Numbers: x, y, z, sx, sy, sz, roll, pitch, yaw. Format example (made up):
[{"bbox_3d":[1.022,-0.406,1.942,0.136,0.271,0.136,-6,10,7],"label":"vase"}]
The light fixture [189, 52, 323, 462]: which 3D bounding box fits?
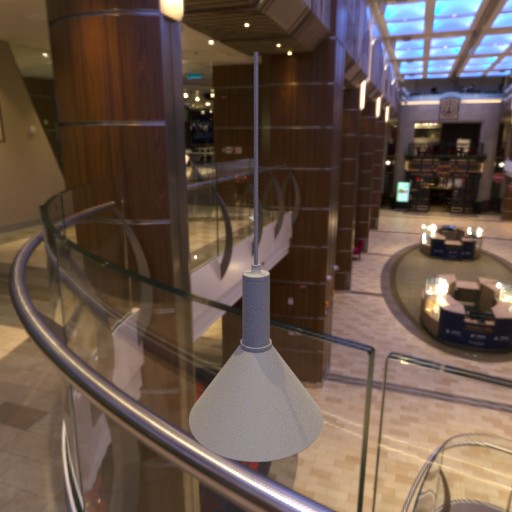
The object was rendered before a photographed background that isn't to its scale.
[{"bbox_3d":[0.000,0.000,0.805,0.267,0.683,0.267,-7,16,-25],"label":"light fixture"}]
